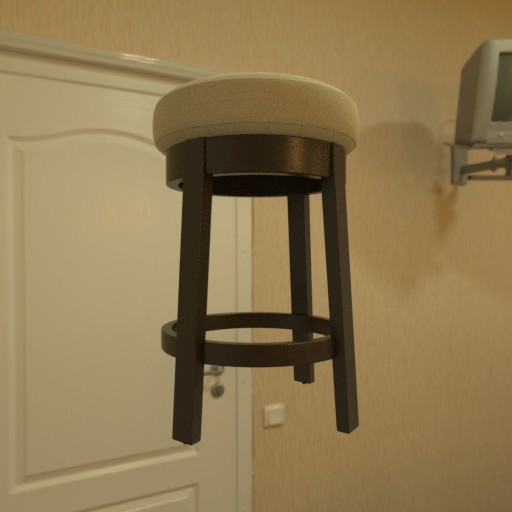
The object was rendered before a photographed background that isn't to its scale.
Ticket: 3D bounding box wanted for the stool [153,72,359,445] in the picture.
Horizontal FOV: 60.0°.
[{"bbox_3d":[0.000,0.000,0.949,0.449,0.655,0.449,0,1,0],"label":"stool"}]
